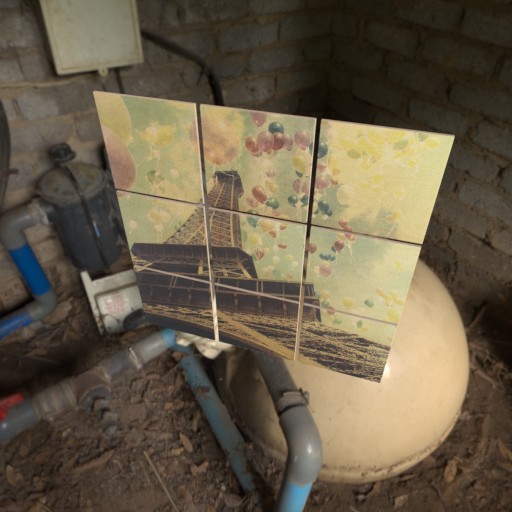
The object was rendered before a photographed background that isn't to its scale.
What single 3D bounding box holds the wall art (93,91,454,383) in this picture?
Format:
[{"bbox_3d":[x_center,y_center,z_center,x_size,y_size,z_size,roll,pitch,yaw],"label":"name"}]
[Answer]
[{"bbox_3d":[0.000,0.000,1.827,1.219,1.218,0.013,12,41,14],"label":"wall art"}]
